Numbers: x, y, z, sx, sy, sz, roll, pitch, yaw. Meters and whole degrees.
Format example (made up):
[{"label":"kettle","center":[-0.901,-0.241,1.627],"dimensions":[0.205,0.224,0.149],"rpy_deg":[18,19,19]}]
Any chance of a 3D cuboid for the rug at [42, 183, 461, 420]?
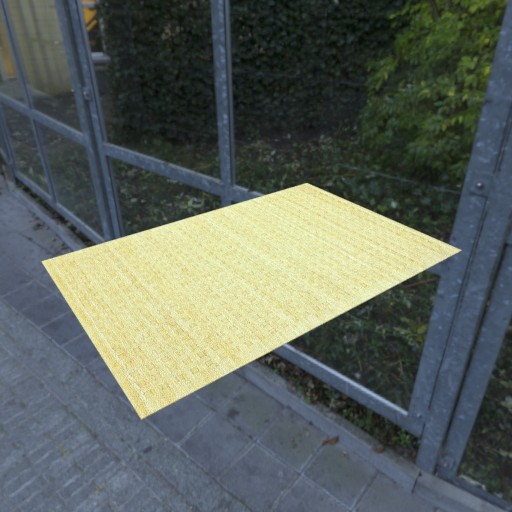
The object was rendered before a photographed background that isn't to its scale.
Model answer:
[{"label":"rug","center":[0.000,0.000,2.898],"dimensions":[2.286,0.006,1.524],"rpy_deg":[-21,36,-31]}]
